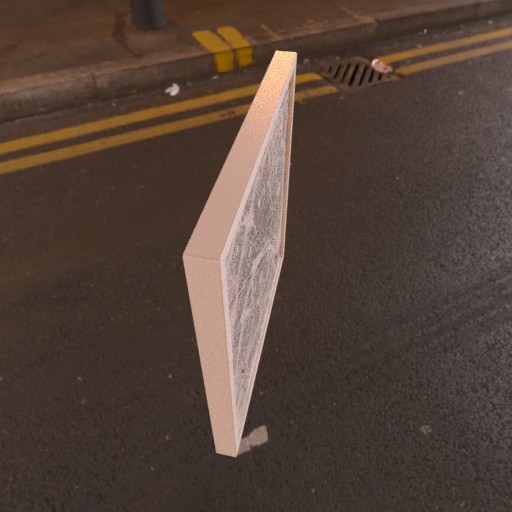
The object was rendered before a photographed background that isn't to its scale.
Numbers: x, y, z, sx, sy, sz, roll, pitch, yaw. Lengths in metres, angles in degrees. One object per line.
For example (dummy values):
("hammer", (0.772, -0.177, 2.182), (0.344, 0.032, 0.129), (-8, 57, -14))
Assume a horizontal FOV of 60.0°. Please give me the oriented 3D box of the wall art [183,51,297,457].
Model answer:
("wall art", (0.000, 0.000, 0.778), (0.038, 0.508, 0.508), (9, 47, 8))
